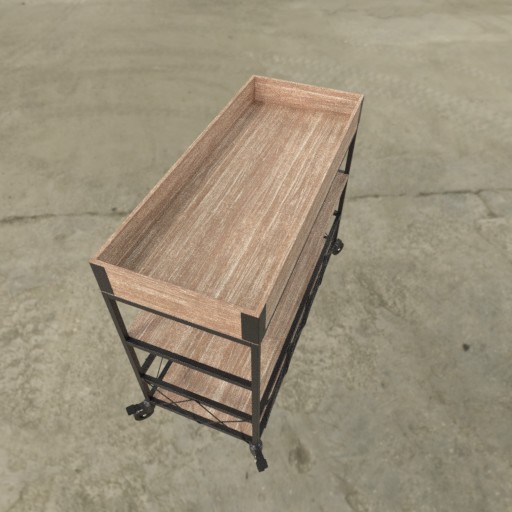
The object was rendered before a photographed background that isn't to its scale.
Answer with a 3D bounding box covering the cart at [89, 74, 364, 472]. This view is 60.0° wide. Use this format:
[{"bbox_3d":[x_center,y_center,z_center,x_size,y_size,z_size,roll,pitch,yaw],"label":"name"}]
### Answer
[{"bbox_3d":[0.000,0.000,1.512,0.500,0.787,1.101,16,49,15],"label":"cart"}]
